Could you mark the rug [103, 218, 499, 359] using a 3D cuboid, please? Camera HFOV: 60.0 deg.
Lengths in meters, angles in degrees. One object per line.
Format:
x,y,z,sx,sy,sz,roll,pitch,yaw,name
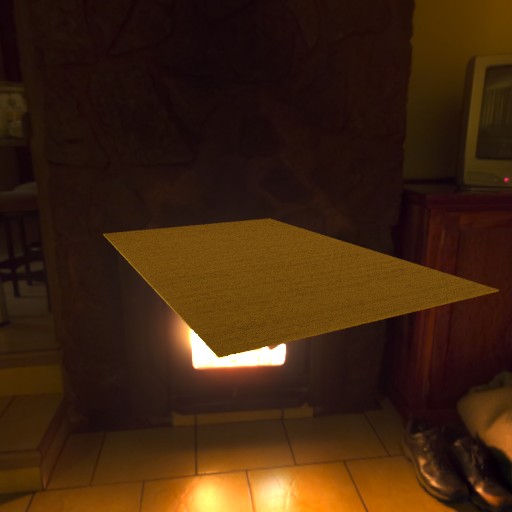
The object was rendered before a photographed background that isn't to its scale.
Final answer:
0.000,0.000,2.159,1.142,0.006,1.752,-8,17,-27,rug
